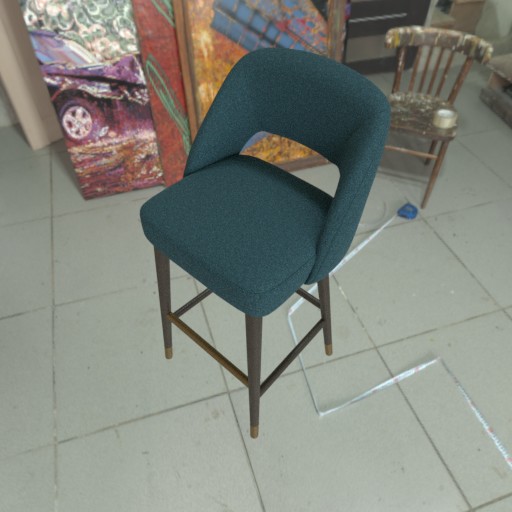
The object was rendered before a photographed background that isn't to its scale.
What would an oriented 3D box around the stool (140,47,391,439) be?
[{"bbox_3d":[0.000,0.000,1.326,0.536,1.032,0.522,34,55,28],"label":"stool"}]
